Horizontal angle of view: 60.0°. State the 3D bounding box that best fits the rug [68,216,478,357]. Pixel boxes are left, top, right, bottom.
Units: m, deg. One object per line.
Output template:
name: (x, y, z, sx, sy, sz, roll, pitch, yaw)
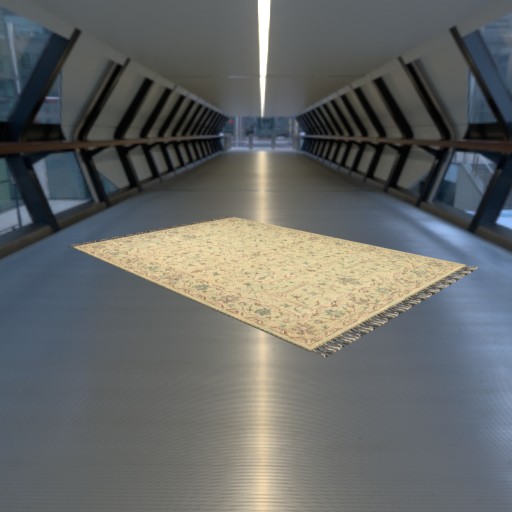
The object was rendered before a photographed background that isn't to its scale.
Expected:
rug: (0.000, 0.000, 2.323, 1.247, 0.008, 1.802, -16, 22, -43)
